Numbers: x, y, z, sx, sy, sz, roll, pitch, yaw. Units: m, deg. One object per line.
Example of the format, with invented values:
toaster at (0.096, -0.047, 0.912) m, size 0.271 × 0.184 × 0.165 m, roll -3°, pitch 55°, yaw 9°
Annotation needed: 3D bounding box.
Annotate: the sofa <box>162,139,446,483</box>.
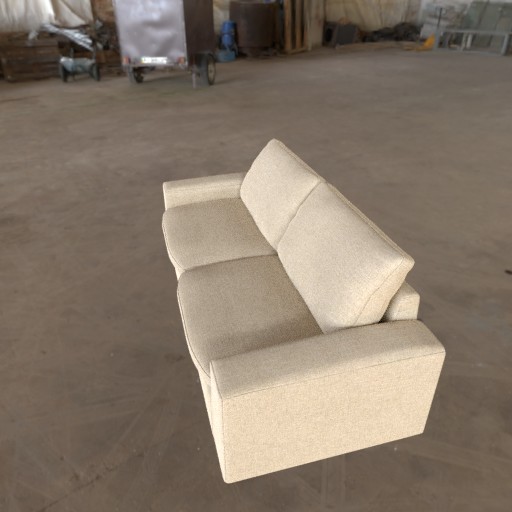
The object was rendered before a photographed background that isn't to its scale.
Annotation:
sofa at (0.000, 0.000, 2.753) m, size 1.040 × 0.922 × 2.299 m, roll -8°, pitch 32°, yaw -13°
